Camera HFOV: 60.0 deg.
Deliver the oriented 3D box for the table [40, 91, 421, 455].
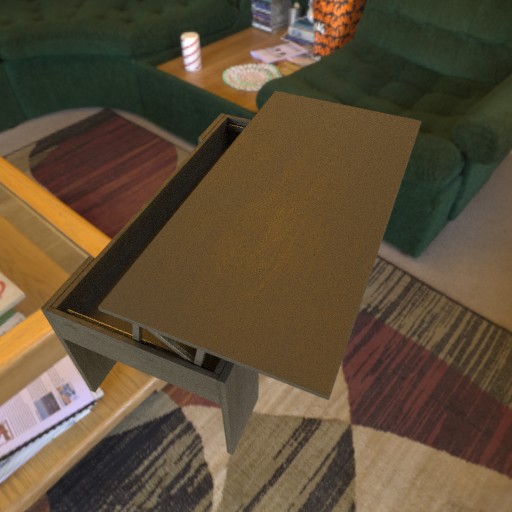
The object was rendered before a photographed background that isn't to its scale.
[{"bbox_3d":[0.000,0.000,1.396,0.711,0.570,1.000,18,50,15],"label":"table"}]
